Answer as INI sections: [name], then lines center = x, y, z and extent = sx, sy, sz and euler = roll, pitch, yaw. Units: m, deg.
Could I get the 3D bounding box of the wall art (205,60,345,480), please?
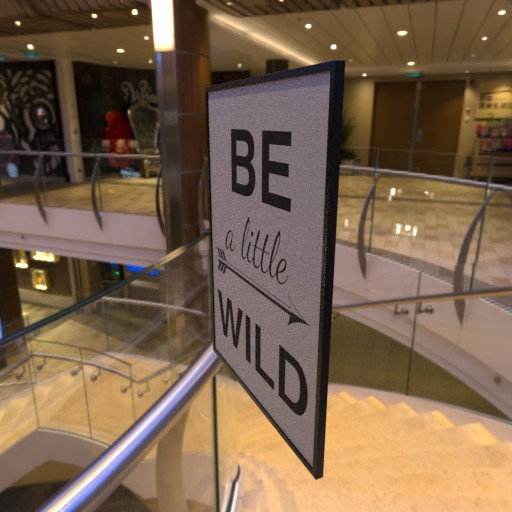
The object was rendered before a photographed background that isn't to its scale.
[wall art]
center = 0.000, 0.000, 0.776
extent = 0.013, 0.582, 0.442
euler = -8, 18, -25
